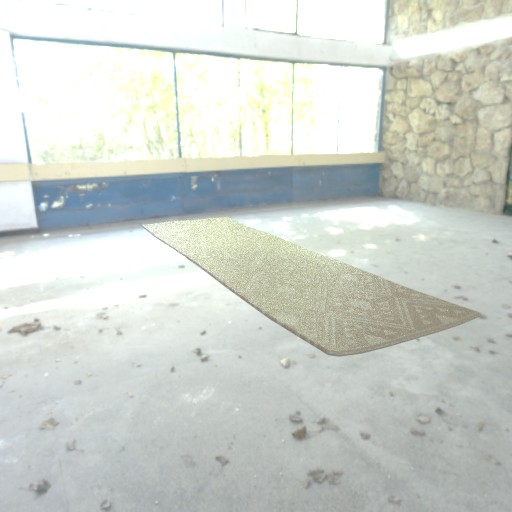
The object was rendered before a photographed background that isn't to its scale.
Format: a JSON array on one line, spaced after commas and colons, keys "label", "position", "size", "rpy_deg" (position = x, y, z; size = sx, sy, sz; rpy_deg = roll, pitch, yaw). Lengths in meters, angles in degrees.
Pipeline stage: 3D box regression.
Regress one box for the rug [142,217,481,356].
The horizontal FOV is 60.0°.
[{"label": "rug", "position": [0.000, 0.000, 2.654], "size": [0.752, 0.051, 2.452], "rpy_deg": [-8, 18, -27]}]
